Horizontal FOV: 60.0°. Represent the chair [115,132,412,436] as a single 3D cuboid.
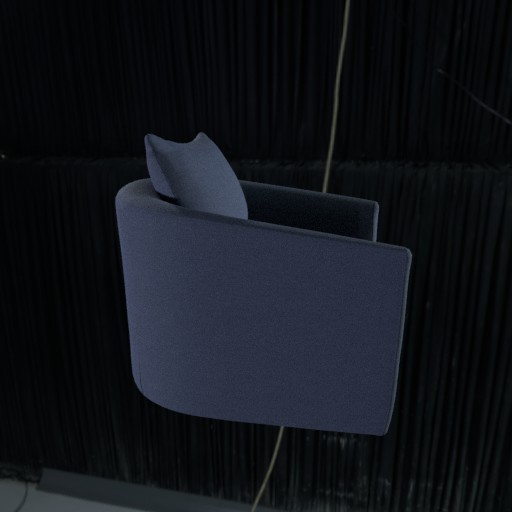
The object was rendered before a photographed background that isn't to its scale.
[{"bbox_3d":[0.000,0.000,1.580,0.910,0.848,0.845,2,16,9],"label":"chair"}]
